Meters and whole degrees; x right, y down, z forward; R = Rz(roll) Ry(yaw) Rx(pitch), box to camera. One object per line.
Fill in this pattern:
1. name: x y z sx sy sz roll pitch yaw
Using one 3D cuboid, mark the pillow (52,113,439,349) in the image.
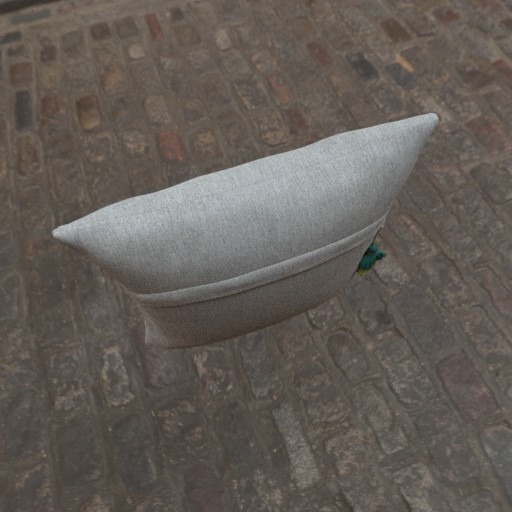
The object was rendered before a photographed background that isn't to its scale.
1. pillow: 0.000 0.000 0.662 0.433 0.436 0.173 -19 64 -9
